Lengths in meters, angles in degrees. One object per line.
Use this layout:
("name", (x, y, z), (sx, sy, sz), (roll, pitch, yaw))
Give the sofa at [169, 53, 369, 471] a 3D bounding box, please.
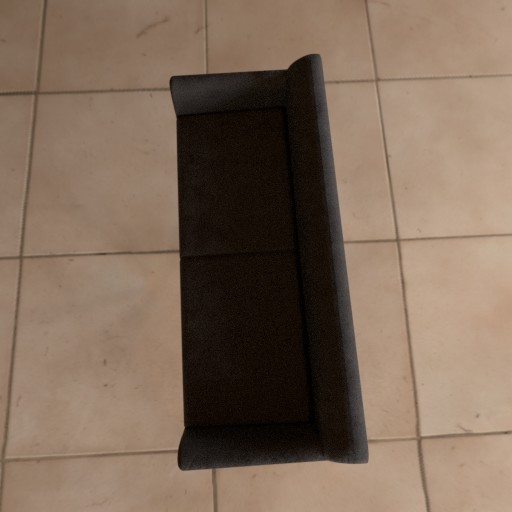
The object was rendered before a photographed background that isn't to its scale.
("sofa", (0.000, 0.000, 2.601), (0.900, 0.740, 2.190), (-4, 76, -1))
